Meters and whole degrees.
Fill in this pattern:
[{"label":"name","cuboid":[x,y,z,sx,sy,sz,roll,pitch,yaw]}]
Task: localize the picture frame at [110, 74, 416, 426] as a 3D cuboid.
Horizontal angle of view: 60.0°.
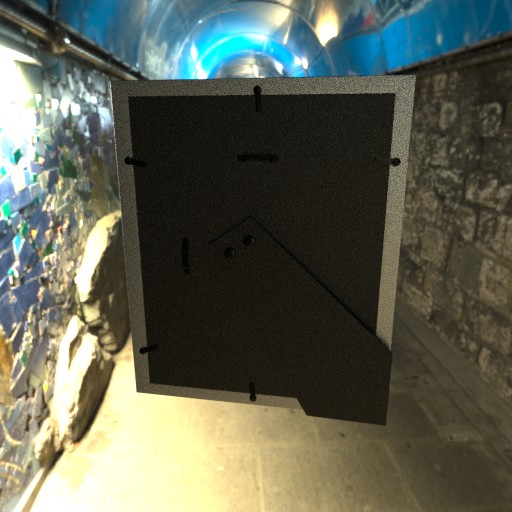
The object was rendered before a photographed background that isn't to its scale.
[{"label":"picture frame","cuboid":[0.000,0.000,0.378,0.233,0.282,0.036,3,16,10]}]
